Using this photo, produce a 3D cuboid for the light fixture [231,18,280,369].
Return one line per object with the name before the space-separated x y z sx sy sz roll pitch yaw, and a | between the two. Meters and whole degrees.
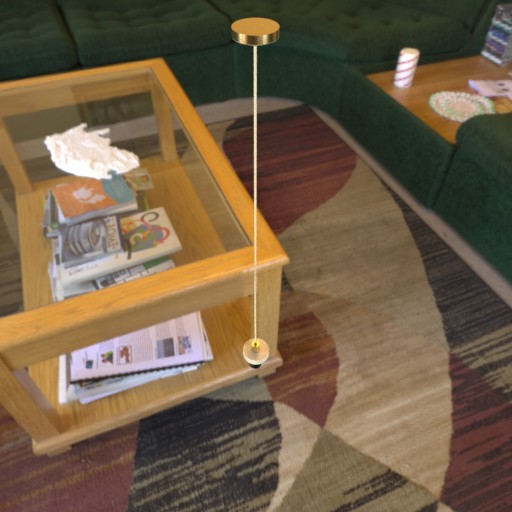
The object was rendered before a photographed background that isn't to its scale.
light fixture | 0.000 0.000 1.712 0.129 1.669 0.129 -31 54 -26
